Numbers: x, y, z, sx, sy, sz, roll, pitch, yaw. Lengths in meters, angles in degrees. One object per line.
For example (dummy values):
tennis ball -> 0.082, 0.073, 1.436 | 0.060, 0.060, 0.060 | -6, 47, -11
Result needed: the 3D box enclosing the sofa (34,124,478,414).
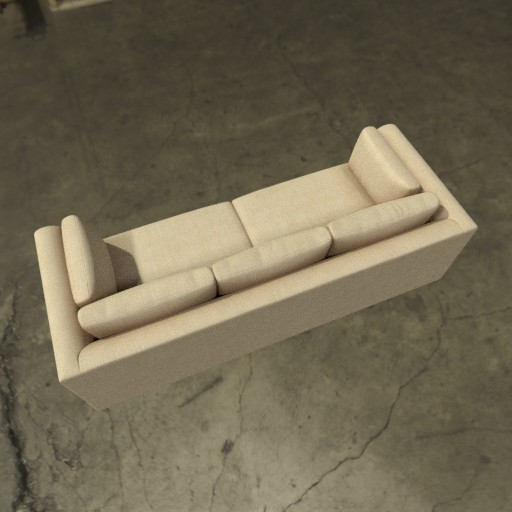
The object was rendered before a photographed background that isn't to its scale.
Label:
sofa -> 0.000, 0.000, 2.844 | 2.415, 0.867, 0.969 | -19, 60, -11
